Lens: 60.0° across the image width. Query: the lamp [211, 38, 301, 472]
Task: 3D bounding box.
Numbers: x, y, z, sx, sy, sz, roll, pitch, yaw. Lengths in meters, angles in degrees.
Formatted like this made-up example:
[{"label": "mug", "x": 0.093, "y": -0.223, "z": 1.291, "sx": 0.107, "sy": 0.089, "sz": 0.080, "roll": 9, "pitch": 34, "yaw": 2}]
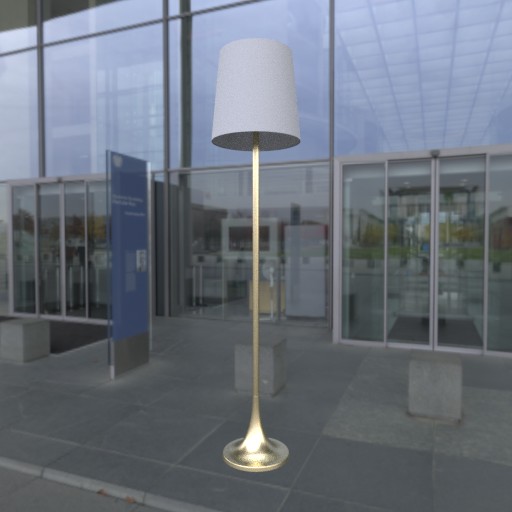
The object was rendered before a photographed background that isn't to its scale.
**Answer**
[{"label": "lamp", "x": 0.000, "y": 0.000, "z": 1.698, "sx": 0.337, "sy": 1.543, "sz": 0.337, "roll": 0, "pitch": 2, "yaw": 0}]
